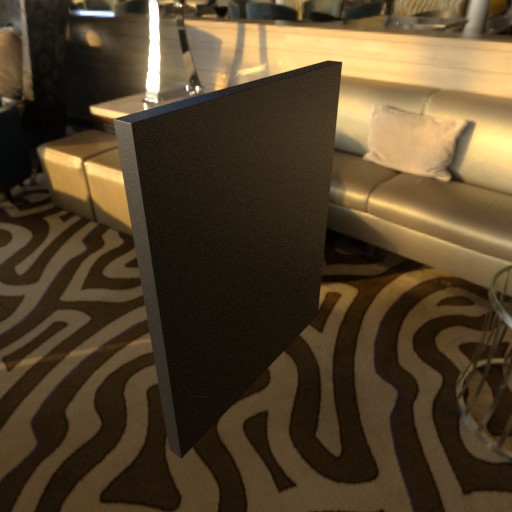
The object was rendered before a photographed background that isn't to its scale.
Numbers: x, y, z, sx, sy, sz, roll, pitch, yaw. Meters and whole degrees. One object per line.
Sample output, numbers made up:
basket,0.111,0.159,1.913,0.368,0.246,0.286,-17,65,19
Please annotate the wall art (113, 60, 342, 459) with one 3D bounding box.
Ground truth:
wall art,0.000,0.000,0.752,0.028,0.557,0.457,21,38,30
